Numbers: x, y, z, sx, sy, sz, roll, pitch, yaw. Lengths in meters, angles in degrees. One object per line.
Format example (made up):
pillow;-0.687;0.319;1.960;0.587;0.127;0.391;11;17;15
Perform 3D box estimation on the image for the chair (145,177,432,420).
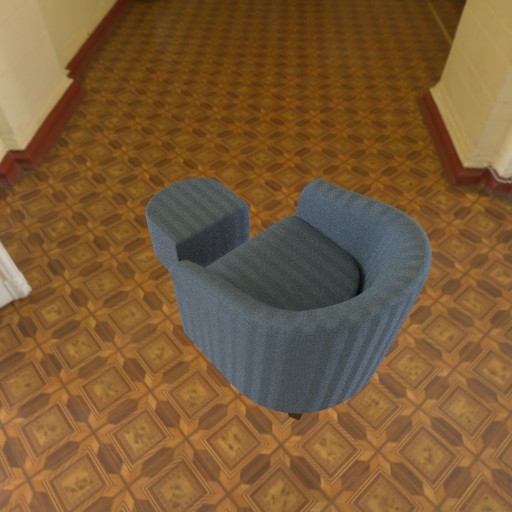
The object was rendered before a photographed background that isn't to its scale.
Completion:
chair;0.000;0.000;1.817;0.756;0.757;1.288;-33;56;-27
